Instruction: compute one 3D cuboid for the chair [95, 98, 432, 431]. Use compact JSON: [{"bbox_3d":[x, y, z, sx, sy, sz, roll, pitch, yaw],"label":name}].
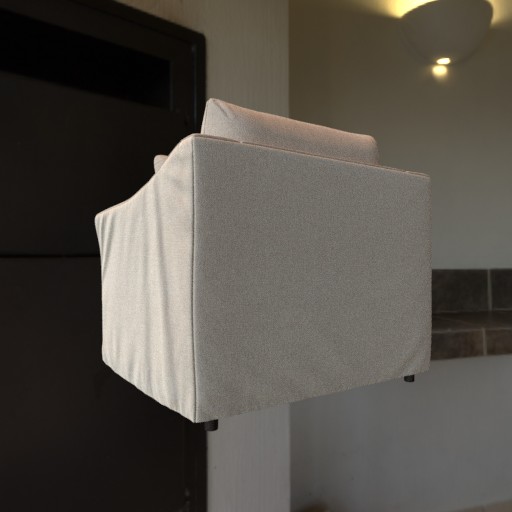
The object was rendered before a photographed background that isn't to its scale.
[{"bbox_3d":[0.000,0.000,2.044,1.194,1.093,1.071,0,-1,-34],"label":"chair"}]
